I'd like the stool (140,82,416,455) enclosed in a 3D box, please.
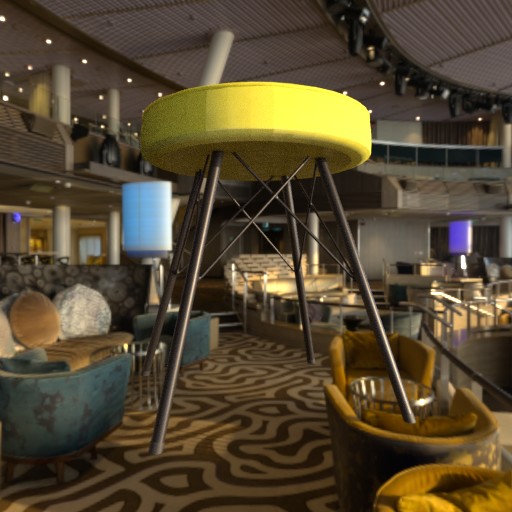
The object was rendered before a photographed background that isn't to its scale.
[{"bbox_3d":[0.000,0.000,0.812,0.409,0.508,0.409,0,0,-16],"label":"stool"}]
